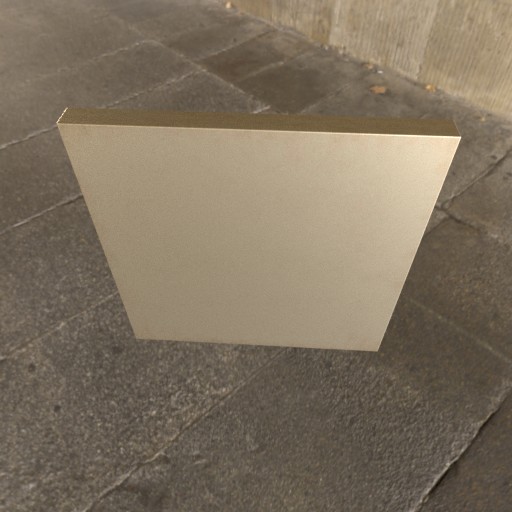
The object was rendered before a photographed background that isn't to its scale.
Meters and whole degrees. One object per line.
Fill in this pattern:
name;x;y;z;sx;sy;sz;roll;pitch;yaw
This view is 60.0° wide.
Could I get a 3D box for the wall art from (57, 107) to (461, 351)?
wall art;0.000;0.000;0.749;0.503;0.506;0.040;3;48;2
